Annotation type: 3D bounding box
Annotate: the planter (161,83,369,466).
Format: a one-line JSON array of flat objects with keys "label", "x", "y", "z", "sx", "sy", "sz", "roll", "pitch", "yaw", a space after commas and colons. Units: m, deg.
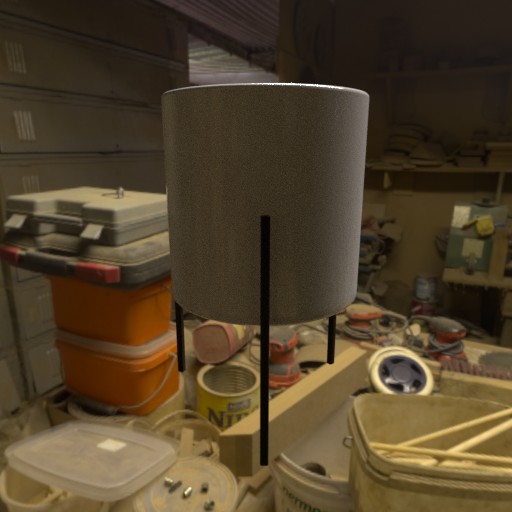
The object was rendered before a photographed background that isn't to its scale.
[{"label": "planter", "x": 0.000, "y": 0.000, "z": 0.523, "sx": 0.239, "sy": 0.356, "sz": 0.239, "roll": 7, "pitch": 16, "yaw": 26}]
